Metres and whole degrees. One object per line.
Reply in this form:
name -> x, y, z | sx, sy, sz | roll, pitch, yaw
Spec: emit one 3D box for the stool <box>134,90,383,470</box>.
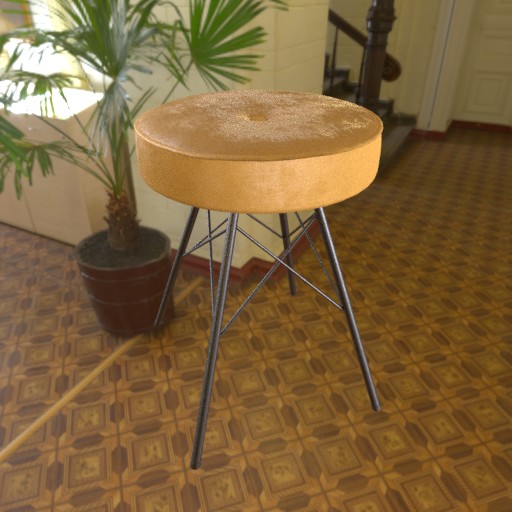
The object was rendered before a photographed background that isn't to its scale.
stool -> 0.000, 0.000, 0.918 | 0.438, 0.595, 0.472 | -9, 33, -15
